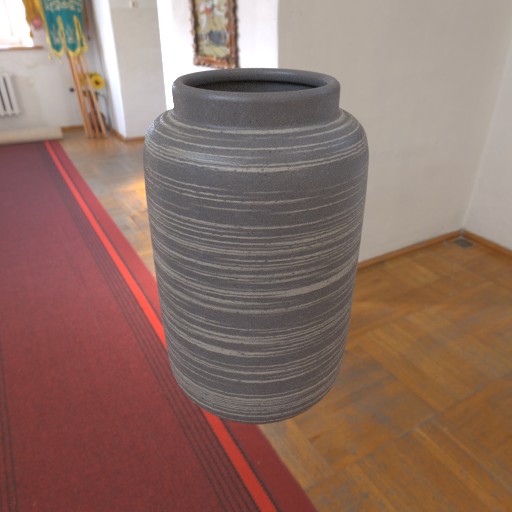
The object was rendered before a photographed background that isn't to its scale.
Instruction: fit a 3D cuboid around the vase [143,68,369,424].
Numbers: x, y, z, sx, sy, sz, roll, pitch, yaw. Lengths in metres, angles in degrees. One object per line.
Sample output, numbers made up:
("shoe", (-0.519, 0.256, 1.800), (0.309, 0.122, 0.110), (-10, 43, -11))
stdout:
("vase", (0.000, 0.000, 0.663), (0.297, 0.499, 0.297), (0, 30, 0))
